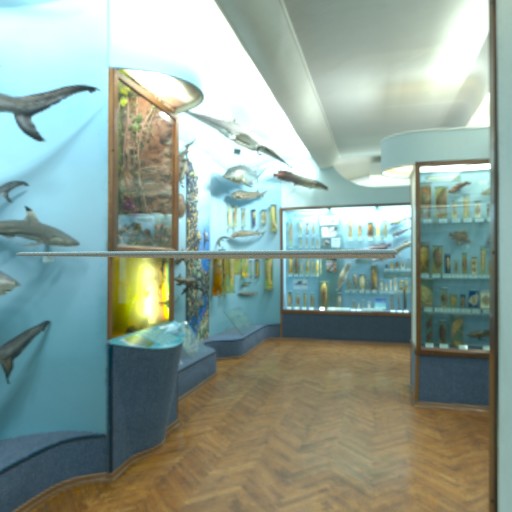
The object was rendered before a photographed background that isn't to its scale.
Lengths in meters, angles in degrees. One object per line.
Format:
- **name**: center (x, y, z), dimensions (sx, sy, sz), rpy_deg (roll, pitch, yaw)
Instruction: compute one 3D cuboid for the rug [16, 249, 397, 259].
- **rug**: center (0.000, 0.000, 4.081), dimensions (2.462, 0.030, 3.066), rpy_deg (0, -1, 17)
